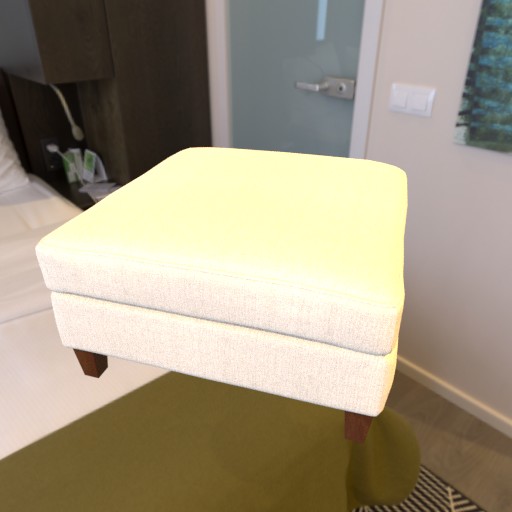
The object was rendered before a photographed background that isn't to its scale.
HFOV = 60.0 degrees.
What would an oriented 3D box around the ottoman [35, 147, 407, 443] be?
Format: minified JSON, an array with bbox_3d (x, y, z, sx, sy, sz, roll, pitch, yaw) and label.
[{"bbox_3d":[0.000,0.000,1.335,0.838,0.478,0.838,9,31,15],"label":"ottoman"}]
